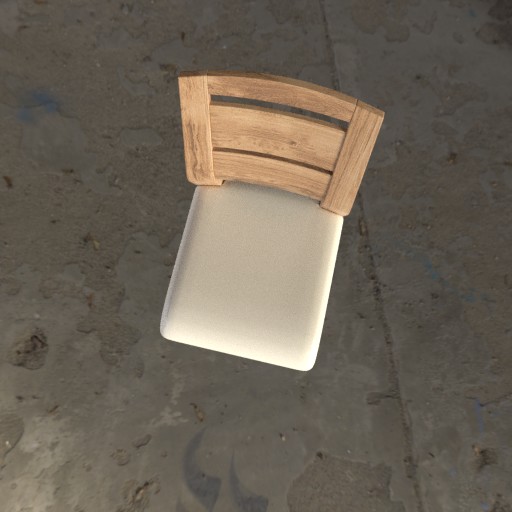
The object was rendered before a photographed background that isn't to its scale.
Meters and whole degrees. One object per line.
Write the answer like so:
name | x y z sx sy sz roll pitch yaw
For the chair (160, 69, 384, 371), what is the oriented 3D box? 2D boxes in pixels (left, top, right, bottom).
chair | 0.000 0.000 1.269 0.457 0.955 0.561 12 76 3
